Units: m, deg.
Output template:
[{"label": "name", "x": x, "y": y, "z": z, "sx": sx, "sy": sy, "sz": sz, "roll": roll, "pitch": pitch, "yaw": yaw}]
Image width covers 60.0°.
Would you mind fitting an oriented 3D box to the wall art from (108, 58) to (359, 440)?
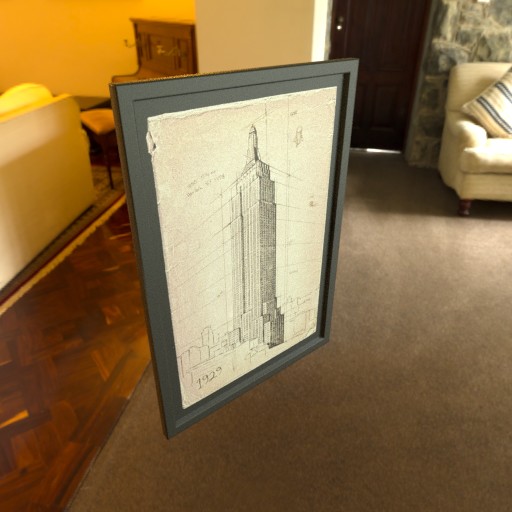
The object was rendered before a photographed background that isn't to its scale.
[{"label": "wall art", "x": 0.000, "y": 0.000, "z": 0.550, "sx": 0.303, "sy": 0.431, "sz": 0.013, "roll": -22, "pitch": 36, "yaw": -33}]
